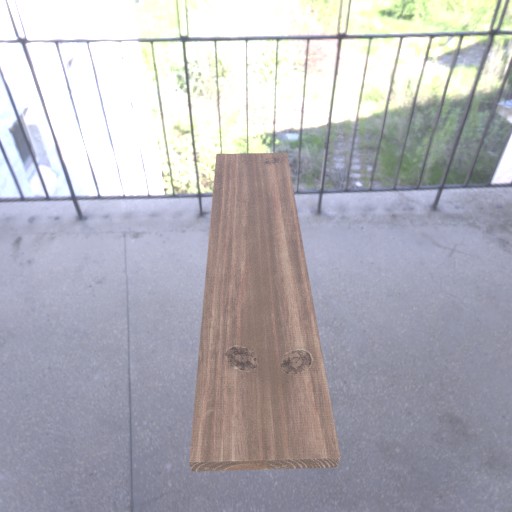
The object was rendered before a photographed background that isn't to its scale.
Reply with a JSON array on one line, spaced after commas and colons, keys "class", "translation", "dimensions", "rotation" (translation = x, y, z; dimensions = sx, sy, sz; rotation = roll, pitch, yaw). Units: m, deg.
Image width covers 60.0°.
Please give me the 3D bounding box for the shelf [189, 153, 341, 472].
[{"class": "shelf", "translation": [0.000, 0.000, 0.648], "dimensions": [0.140, 0.020, 0.610], "rotation": [-1, 40, -1]}]
